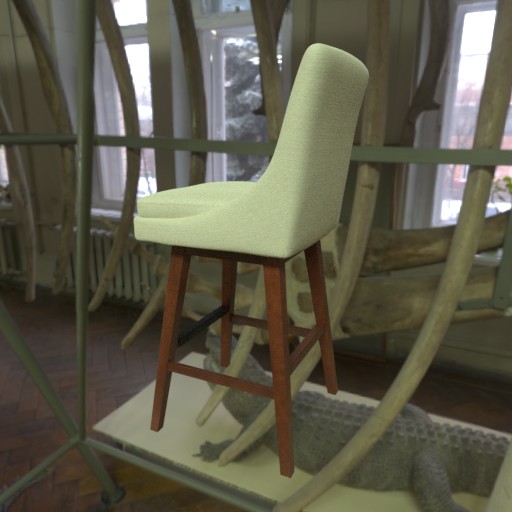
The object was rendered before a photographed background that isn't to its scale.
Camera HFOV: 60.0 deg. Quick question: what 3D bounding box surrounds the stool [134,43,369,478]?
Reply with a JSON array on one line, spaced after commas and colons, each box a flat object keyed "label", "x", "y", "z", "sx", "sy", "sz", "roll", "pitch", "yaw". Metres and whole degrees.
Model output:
[{"label": "stool", "x": 0.000, "y": 0.000, "z": 1.354, "sx": 0.559, "sy": 1.097, "sz": 0.470, "roll": 7, "pitch": 17, "yaw": 25}]
